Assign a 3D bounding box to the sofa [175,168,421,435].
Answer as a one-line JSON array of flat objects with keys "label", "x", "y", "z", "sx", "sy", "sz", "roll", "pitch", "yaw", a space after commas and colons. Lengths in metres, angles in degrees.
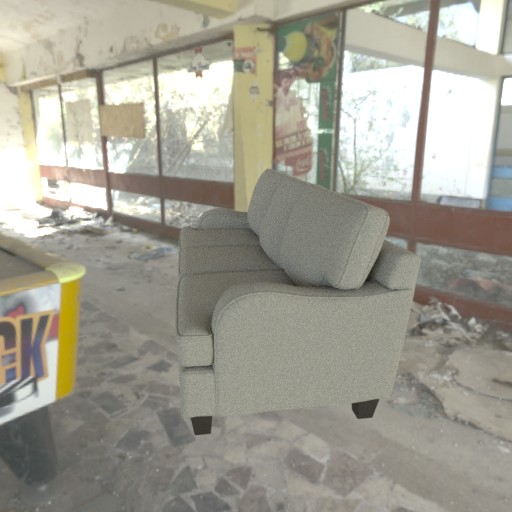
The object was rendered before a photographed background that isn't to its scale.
[{"label": "sofa", "x": 0.000, "y": 0.000, "z": 2.889, "sx": 1.016, "sy": 0.997, "sz": 2.323, "roll": -2, "pitch": 15, "yaw": -9}]
